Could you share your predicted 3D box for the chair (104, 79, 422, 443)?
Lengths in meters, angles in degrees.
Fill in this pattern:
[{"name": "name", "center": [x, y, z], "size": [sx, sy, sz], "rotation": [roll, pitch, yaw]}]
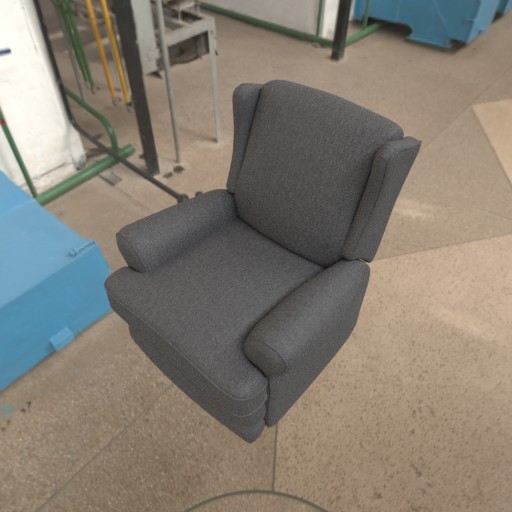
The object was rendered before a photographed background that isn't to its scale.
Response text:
[{"name": "chair", "center": [0.000, 0.000, 1.709], "size": [0.847, 1.011, 0.969], "rotation": [33, 54, 27]}]
